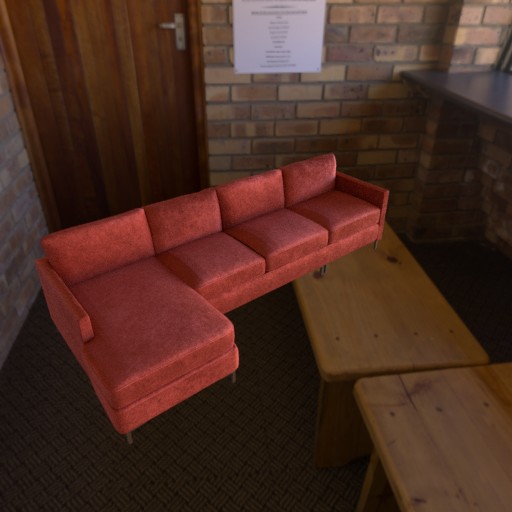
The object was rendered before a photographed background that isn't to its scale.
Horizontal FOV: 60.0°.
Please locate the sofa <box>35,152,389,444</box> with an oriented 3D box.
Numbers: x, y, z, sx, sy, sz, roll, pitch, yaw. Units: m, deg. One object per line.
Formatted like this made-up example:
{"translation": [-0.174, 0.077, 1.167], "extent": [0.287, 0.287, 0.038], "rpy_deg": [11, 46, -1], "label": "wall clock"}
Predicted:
{"translation": [0.000, 0.000, 4.022], "extent": [3.400, 0.967, 1.500], "rpy_deg": [-23, 38, -32], "label": "sofa"}
